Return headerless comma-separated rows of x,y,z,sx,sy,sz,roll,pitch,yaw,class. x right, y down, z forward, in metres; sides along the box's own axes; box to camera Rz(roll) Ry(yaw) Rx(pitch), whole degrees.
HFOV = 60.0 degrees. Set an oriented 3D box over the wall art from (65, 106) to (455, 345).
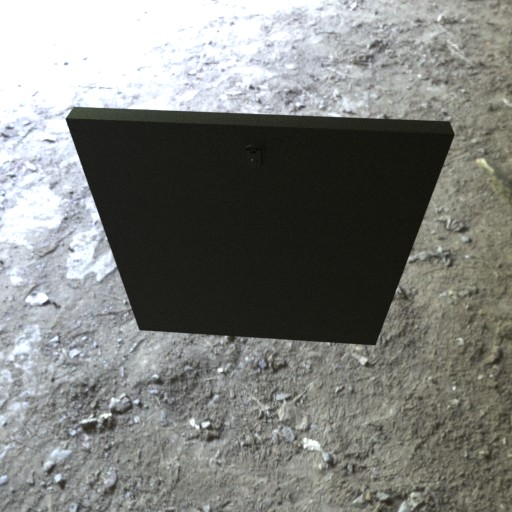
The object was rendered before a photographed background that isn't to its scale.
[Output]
0.000,0.000,0.526,0.349,0.349,0.038,3,47,3,wall art
